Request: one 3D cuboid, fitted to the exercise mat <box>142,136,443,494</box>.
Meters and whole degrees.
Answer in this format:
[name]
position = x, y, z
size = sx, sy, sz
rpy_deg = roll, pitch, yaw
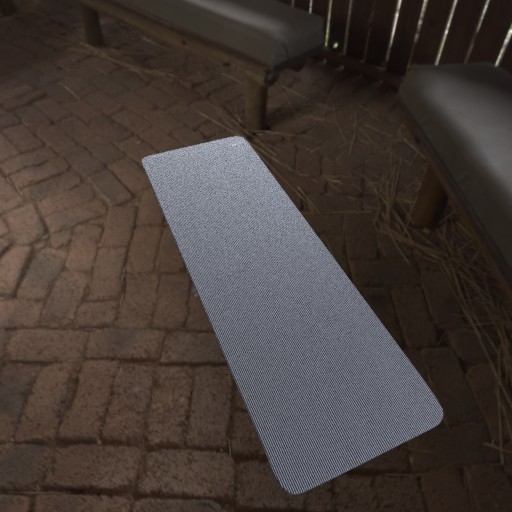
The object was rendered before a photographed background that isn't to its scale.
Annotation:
[exercise mat]
position = 0.000, 0.000, 1.984
size = 0.616, 0.021, 1.884
rpy_deg = -17, 50, -15
